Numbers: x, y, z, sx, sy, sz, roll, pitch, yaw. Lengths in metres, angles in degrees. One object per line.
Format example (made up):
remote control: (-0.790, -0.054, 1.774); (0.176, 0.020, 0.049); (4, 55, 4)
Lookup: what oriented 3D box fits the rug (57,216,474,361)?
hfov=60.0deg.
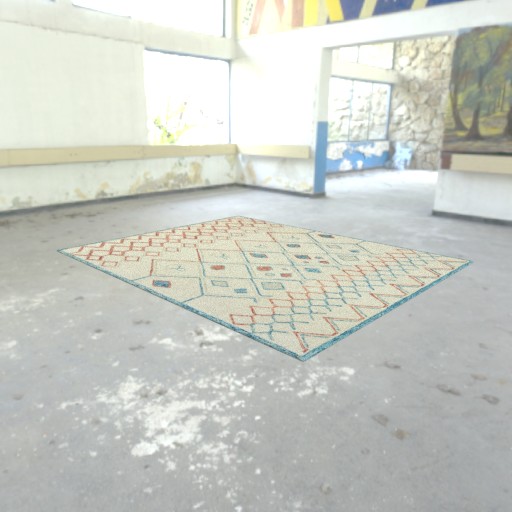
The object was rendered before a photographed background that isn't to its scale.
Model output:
rug: (0.000, 0.000, 4.133); (3.050, 0.016, 2.441); (15, 22, 42)
